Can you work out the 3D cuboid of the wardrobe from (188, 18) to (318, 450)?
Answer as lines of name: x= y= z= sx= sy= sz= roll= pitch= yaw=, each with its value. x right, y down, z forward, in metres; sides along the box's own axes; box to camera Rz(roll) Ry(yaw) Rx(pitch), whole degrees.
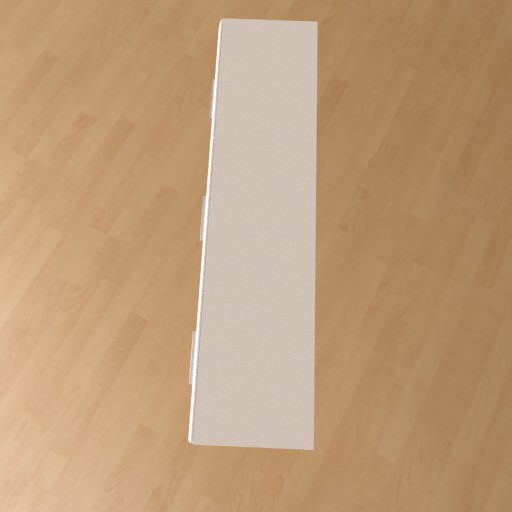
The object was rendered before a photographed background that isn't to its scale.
wardrobe: x=0.000 y=0.000 z=1.911 sx=0.360 sy=1.200 sz=1.340 roll=2 pitch=76 yaw=1
